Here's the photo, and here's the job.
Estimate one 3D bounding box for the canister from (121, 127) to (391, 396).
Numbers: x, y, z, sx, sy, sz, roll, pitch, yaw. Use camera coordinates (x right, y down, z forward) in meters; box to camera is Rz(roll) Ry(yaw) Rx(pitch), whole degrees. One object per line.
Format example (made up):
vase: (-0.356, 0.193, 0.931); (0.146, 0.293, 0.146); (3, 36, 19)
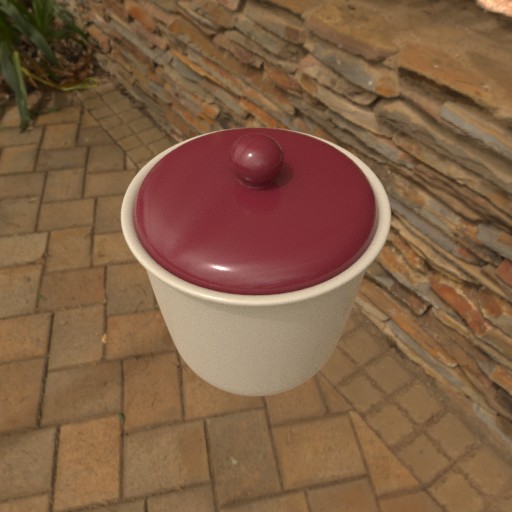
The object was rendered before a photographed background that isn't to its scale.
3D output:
canister: (0.000, 0.000, 0.346); (0.182, 0.208, 0.182); (0, 47, 0)
